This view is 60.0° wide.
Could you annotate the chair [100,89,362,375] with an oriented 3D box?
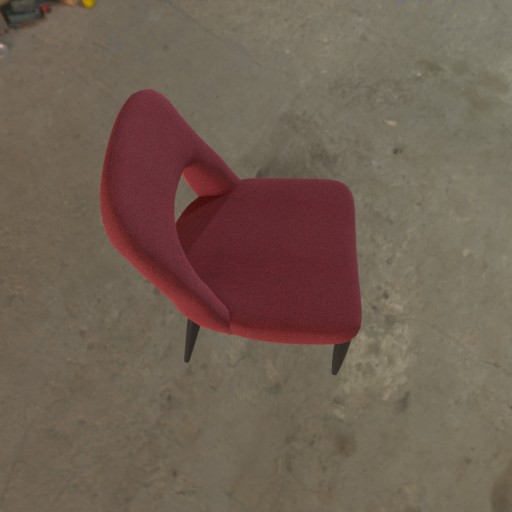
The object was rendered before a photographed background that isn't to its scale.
[{"bbox_3d":[0.000,0.000,1.206,0.569,0.892,0.483,2,63,1],"label":"chair"}]
